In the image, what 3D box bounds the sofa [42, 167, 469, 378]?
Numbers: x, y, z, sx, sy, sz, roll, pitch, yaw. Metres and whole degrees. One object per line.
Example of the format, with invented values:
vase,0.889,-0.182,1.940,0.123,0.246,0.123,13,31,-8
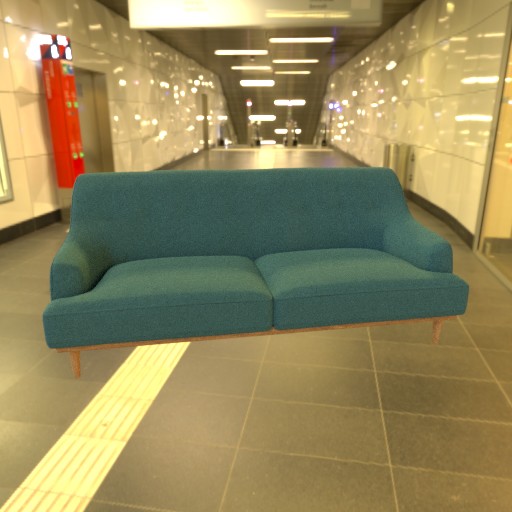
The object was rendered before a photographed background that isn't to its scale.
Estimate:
sofa,0.000,0.000,2.485,2.057,0.871,0.978,-3,18,-10
